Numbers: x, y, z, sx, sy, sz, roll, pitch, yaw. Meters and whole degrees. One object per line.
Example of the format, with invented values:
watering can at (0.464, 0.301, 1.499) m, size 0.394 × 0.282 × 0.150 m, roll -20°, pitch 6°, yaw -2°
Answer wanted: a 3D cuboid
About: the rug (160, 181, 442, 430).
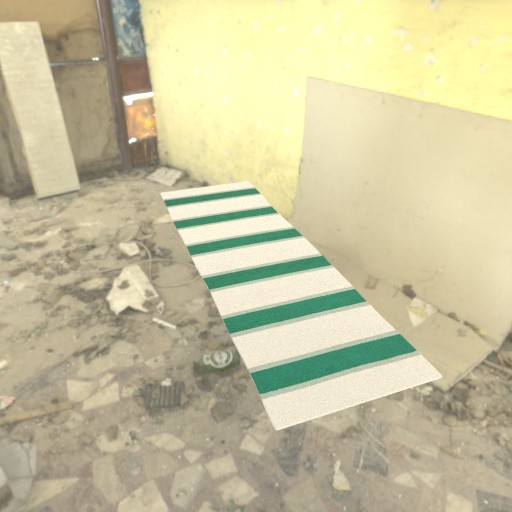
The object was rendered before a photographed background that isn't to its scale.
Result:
rug at (0.000, 0.000, 2.737) m, size 0.768 × 0.012 × 2.438 m, roll -11°, pitch 32°, yaw -18°
